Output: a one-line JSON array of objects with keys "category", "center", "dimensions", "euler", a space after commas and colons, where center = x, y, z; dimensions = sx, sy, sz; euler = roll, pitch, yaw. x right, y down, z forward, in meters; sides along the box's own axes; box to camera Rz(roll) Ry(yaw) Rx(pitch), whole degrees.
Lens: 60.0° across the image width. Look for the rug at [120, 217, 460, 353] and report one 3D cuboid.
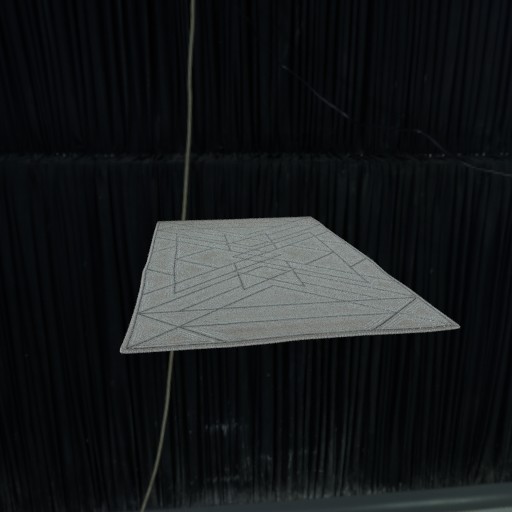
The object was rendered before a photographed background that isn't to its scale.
[{"category": "rug", "center": [0.000, 0.000, 1.056], "dimensions": [0.511, 0.008, 0.869], "euler": [-2, 17, -8]}]
